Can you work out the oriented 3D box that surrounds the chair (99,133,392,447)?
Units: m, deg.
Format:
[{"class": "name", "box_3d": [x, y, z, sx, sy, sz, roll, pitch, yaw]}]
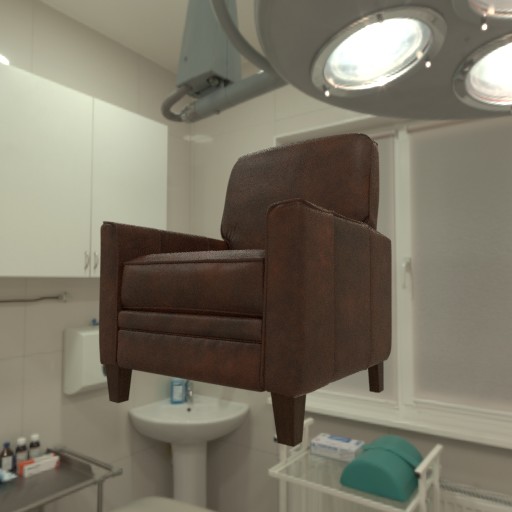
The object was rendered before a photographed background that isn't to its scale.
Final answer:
[{"class": "chair", "box_3d": [0.000, 0.000, 1.675, 0.843, 1.043, 0.836, -2, -4, 35]}]
